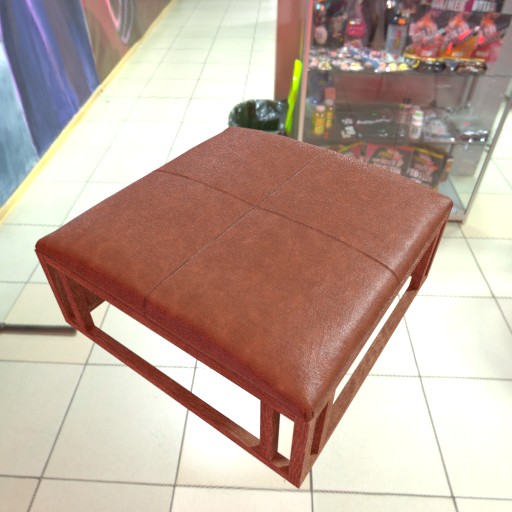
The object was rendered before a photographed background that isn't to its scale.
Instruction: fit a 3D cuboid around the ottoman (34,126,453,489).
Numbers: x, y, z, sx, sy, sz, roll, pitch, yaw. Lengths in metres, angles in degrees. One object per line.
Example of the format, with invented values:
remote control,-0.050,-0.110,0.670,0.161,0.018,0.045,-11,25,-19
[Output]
ottoman,0.000,0.000,1.582,1.013,0.442,1.016,25,48,26
